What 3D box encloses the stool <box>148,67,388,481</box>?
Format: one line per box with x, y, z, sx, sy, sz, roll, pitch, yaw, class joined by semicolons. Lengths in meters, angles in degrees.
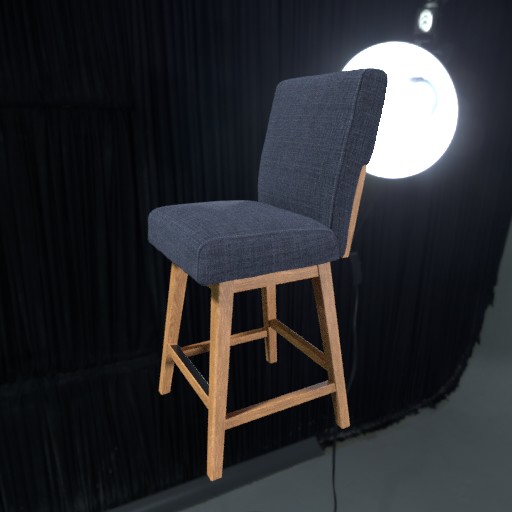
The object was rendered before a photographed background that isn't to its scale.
0.000;0.000;1.294;0.526;1.010;0.459;-9;19;-27;stool
